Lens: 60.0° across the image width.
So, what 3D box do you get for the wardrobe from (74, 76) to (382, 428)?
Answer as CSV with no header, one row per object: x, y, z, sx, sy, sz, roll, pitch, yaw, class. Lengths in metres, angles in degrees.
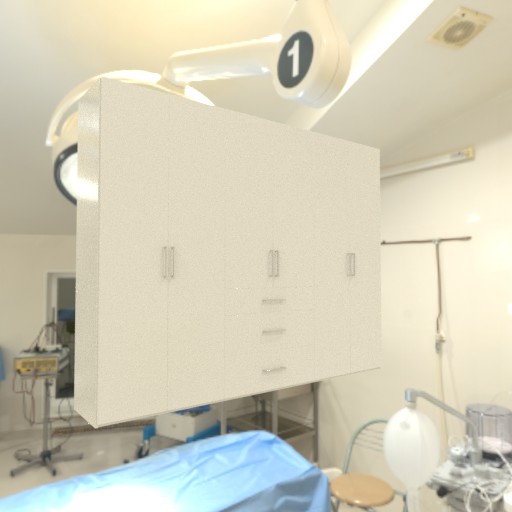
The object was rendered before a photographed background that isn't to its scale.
0.000,0.000,4.054,3.000,2.360,0.580,1,-2,-37,wardrobe
